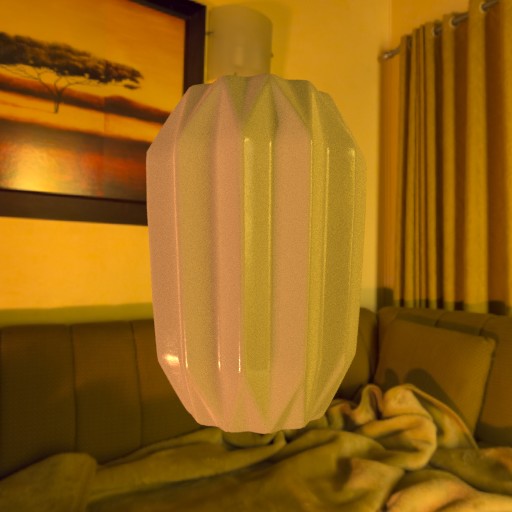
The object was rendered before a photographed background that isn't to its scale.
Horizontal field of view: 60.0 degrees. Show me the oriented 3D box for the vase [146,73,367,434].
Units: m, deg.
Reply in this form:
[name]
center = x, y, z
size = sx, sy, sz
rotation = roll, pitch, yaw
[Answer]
[vase]
center = 0.000, 0.000, 0.397
size = 0.195, 0.275, 0.195
rotation = 0, -1, 0
